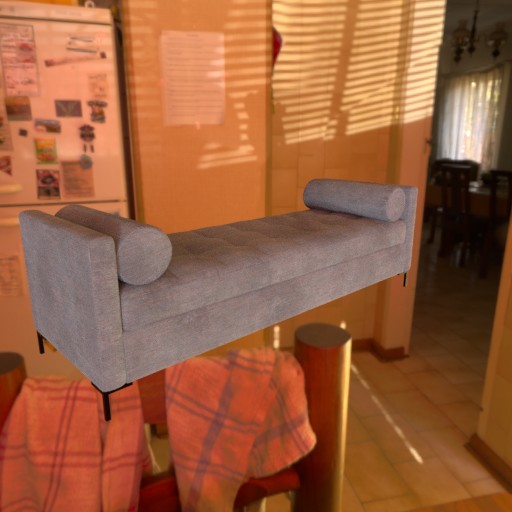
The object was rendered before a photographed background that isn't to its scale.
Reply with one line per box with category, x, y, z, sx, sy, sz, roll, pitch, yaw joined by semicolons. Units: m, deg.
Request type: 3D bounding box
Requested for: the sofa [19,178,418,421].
sofa;0.000;0.000;2.263;1.981;0.635;0.686;-14;21;-41
